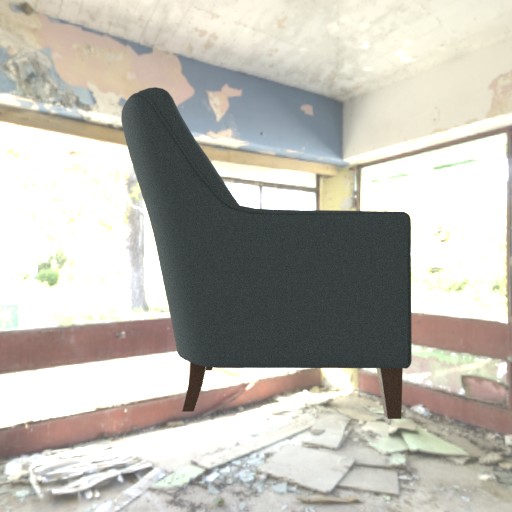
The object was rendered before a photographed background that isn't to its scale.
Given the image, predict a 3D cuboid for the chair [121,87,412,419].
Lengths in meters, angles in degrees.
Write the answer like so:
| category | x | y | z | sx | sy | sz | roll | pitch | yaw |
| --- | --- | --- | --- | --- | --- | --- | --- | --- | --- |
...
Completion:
| category | x | y | z | sx | sy | sz | roll | pitch | yaw |
| --- | --- | --- | --- | --- | --- | --- | --- | --- | --- |
| chair | 0.000 | 0.000 | 1.563 | 0.879 | 0.916 | 0.756 | 0 | -1 | 0 |
